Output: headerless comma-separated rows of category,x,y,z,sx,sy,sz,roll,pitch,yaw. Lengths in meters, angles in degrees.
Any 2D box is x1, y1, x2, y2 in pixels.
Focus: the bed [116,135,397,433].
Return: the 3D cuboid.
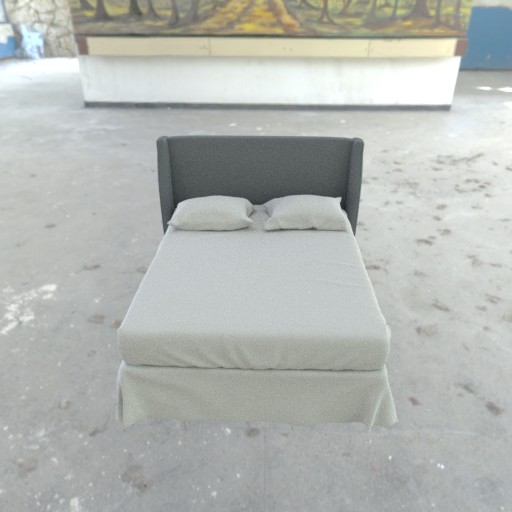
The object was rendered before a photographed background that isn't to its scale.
bed,0.000,0.000,3.490,1.925,1.332,2.276,1,29,2
